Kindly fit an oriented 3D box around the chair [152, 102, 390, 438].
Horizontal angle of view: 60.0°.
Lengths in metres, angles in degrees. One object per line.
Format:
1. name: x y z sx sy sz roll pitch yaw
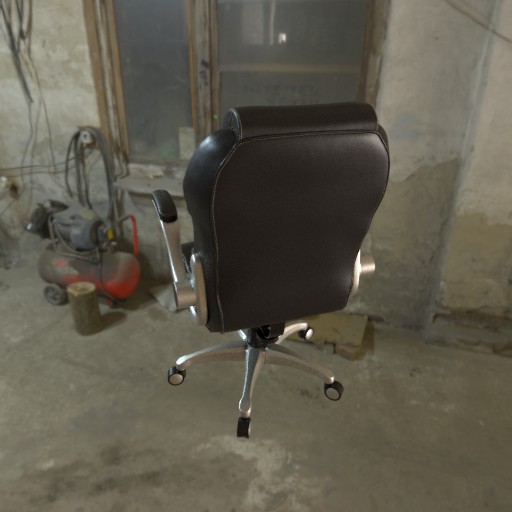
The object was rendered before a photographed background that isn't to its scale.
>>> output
1. chair: 0.000 0.000 1.644 0.724 1.141 0.801 -8 27 -17
